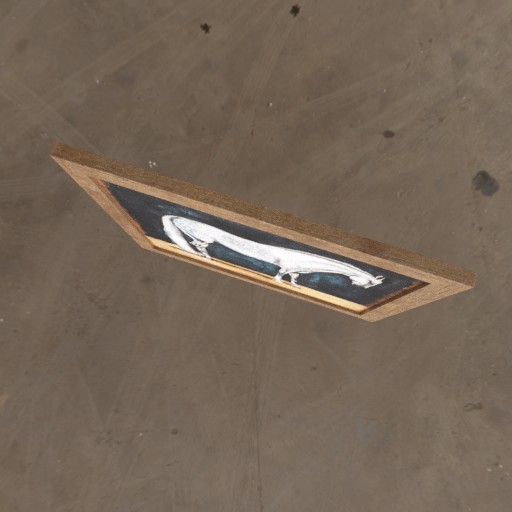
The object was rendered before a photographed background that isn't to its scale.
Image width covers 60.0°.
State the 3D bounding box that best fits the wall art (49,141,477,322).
[{"bbox_3d":[0.000,0.000,0.973,0.690,0.588,0.026,18,77,4],"label":"wall art"}]
